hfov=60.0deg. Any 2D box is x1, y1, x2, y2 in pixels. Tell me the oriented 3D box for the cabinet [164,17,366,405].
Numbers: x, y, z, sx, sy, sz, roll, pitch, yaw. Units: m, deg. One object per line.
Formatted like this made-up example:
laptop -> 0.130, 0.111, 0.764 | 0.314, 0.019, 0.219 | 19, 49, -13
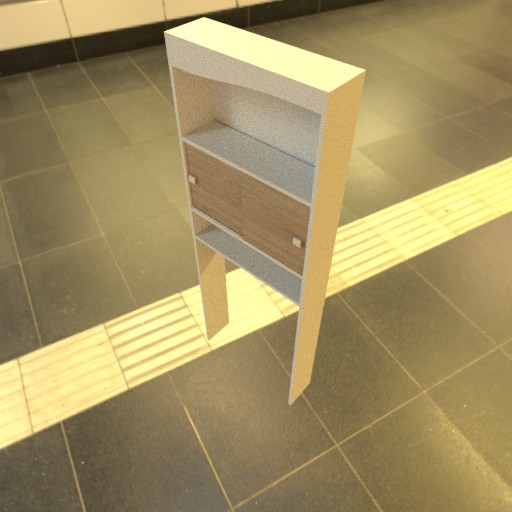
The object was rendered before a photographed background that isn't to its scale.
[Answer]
cabinet -> 0.000, 0.000, 1.960 | 0.643, 1.770, 0.192 | 32, 54, 27
